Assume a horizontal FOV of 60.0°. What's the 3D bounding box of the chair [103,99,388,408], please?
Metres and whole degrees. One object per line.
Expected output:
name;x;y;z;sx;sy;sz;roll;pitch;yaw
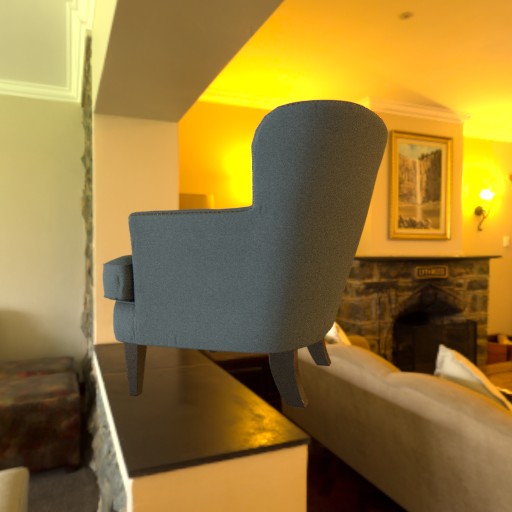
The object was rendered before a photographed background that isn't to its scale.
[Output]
chair;0.000;0.000;1.591;0.906;0.868;0.848;0;1;18
